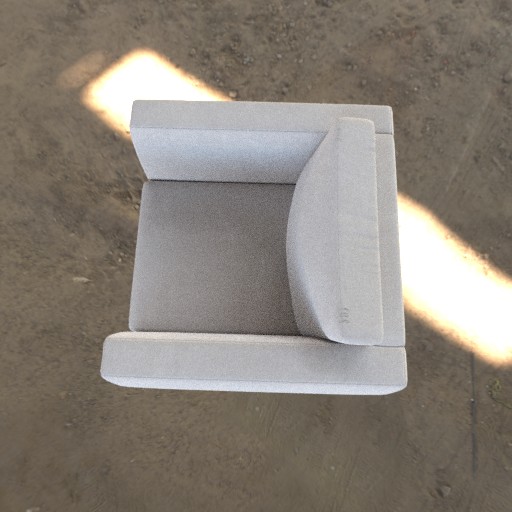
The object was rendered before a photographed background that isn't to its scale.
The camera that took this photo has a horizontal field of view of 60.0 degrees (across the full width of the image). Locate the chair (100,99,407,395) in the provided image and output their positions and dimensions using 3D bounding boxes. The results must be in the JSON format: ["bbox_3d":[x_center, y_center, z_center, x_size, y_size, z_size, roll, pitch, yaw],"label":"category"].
[{"bbox_3d":[0.000,0.000,1.702,0.930,0.860,1.000,2,75,0],"label":"chair"}]
